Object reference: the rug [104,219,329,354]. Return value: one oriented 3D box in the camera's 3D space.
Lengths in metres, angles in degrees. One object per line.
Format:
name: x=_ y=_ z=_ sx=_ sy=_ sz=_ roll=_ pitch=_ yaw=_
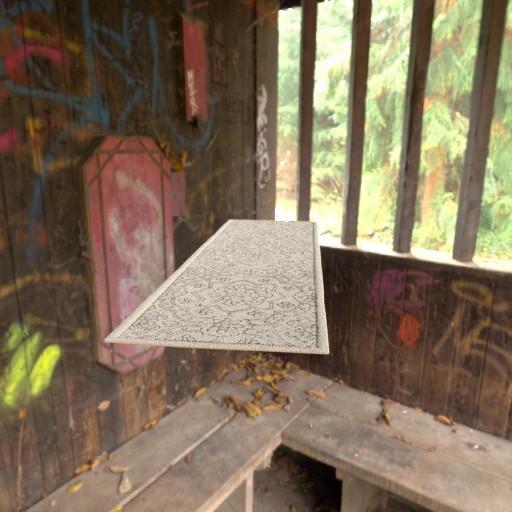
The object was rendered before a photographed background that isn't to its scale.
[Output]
rug: x=0.000 y=0.000 z=2.644 sx=0.769 sy=0.012 sz=2.448 roll=2 pitch=15 yaw=7
